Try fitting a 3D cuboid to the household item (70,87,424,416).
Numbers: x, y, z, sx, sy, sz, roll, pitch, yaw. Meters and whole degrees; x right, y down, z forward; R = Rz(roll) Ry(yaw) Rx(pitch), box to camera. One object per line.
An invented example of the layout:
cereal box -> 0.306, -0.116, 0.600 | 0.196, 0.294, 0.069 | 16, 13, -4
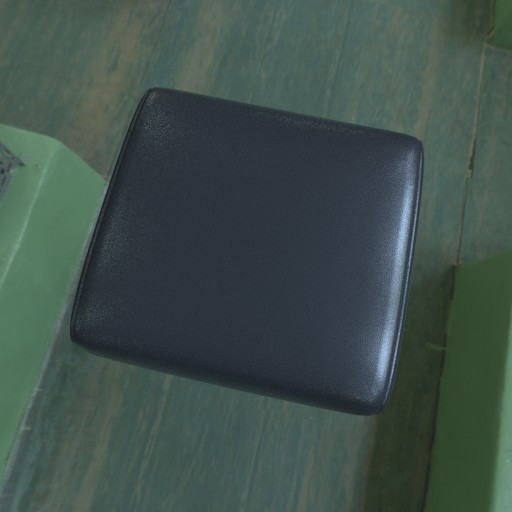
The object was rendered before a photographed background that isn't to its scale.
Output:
household item -> 0.000, 0.000, 0.886 | 0.530, 0.410, 0.530 | 12, 76, 3
